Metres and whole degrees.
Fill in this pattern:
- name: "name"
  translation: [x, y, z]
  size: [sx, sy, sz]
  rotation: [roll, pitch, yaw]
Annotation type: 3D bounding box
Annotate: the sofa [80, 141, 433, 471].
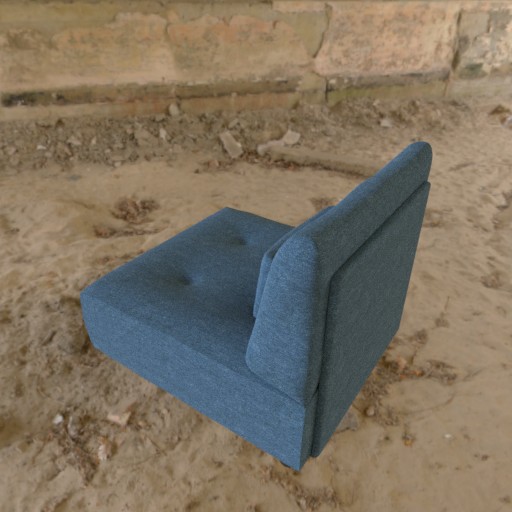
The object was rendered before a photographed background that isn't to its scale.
- name: "sofa"
  translation: [0.000, 0.000, 1.698]
  size: [1.000, 0.820, 0.930]
  rotation: [20, 36, 29]
